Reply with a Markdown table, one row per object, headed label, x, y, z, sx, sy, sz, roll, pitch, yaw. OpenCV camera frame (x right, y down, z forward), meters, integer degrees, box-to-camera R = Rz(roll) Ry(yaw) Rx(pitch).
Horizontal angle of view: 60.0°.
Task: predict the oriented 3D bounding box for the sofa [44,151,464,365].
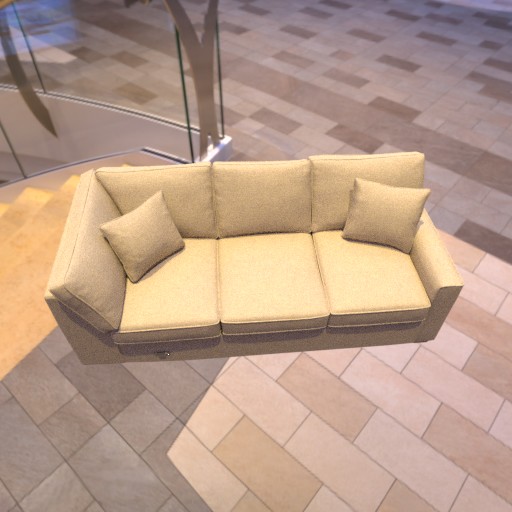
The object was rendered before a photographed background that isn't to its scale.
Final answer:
| label | x | y | z | sx | sy | sz | roll | pitch | yaw |
| --- | --- | --- | --- | --- | --- | --- | --- | --- | --- |
| sofa | 0.000 | 0.000 | 2.885 | 2.317 | 0.962 | 1.061 | -4 | 47 | -3 |
